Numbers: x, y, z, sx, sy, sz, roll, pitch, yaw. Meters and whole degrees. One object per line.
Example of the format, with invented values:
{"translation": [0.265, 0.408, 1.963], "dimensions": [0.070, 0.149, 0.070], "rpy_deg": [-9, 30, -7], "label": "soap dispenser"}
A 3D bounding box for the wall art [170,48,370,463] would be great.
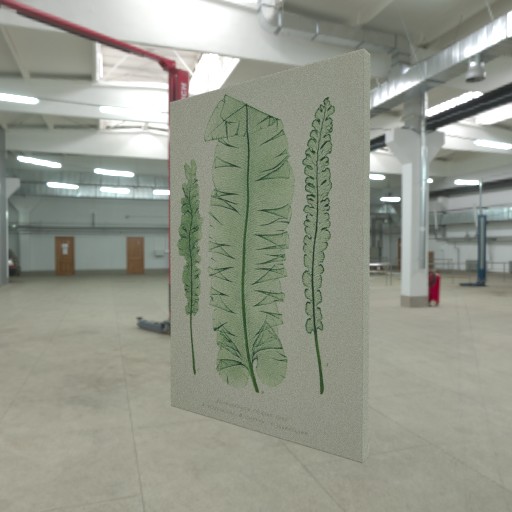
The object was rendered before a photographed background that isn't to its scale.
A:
{"translation": [0.000, 0.000, 1.172], "dimensions": [0.610, 0.914, 0.038], "rpy_deg": [1, 1, 36], "label": "wall art"}
